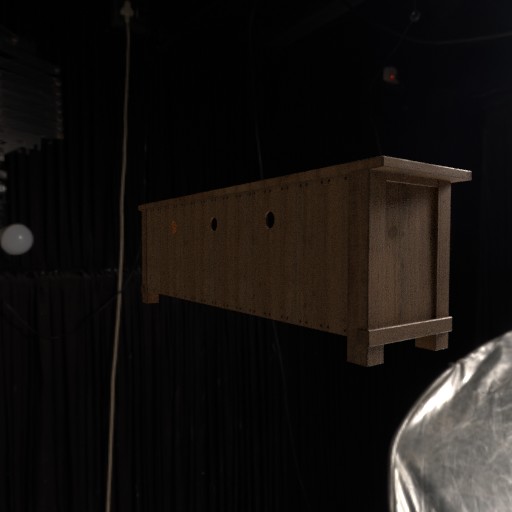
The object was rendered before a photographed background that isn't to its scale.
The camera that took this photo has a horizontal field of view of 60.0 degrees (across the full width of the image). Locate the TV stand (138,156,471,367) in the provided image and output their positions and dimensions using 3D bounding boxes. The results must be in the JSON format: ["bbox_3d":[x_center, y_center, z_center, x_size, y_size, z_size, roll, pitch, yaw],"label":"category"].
[{"bbox_3d":[0.000,0.000,2.040,0.453,0.573,1.804,-1,2,-35],"label":"TV stand"}]
